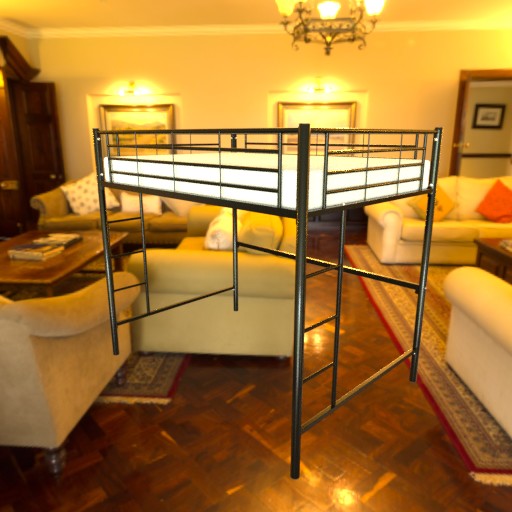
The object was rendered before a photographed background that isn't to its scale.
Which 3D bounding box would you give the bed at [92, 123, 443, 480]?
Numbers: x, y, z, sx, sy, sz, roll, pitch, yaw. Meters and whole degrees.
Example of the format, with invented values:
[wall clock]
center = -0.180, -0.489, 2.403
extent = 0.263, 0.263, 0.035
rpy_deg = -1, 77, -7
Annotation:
[bed]
center = 0.000, 0.000, 3.246
extent = 1.397, 1.803, 1.994
rpy_deg = -15, 21, -43
